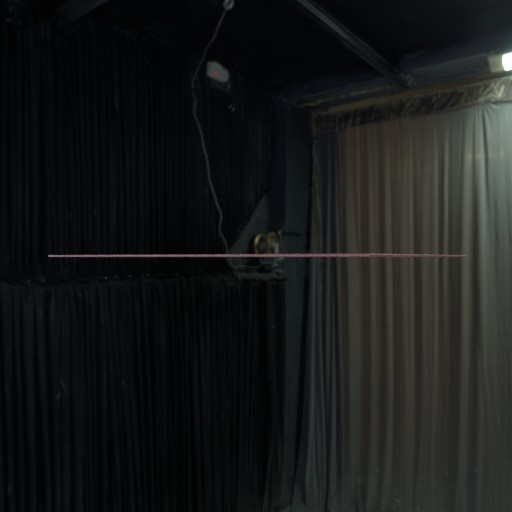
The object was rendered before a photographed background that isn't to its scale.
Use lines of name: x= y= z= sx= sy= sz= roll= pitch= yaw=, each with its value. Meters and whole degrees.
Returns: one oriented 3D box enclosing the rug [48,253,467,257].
rug: x=0.000 y=0.000 z=2.887 sx=2.210 sy=0.011 sz=1.599 roll=0 pitch=0 yaw=37
